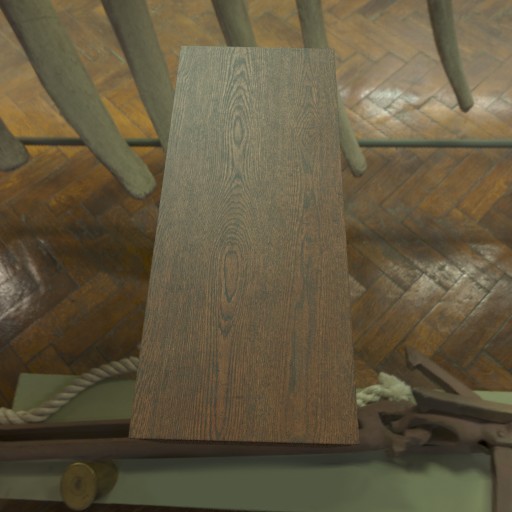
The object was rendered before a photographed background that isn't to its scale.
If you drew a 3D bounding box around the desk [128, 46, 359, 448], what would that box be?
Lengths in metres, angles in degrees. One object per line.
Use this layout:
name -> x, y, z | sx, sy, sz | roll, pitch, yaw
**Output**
desk -> 0.000, 0.000, 1.761 | 0.610, 0.792, 1.384 | 1, 66, 1
